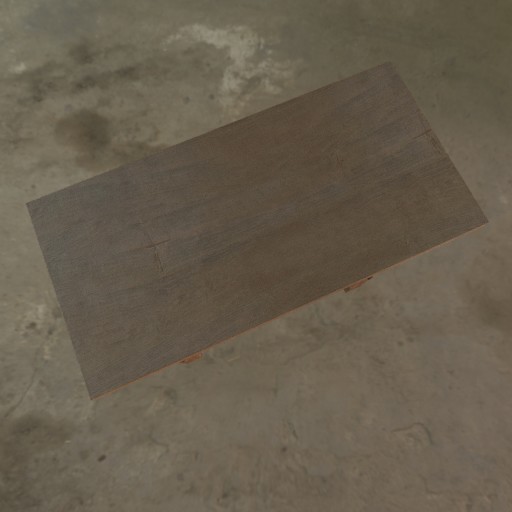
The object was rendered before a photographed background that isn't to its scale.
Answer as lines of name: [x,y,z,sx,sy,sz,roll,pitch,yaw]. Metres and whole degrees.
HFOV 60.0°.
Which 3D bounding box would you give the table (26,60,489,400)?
table: [0.000,0.000,1.634,1.119,0.914,0.556,-23,76,-6]
